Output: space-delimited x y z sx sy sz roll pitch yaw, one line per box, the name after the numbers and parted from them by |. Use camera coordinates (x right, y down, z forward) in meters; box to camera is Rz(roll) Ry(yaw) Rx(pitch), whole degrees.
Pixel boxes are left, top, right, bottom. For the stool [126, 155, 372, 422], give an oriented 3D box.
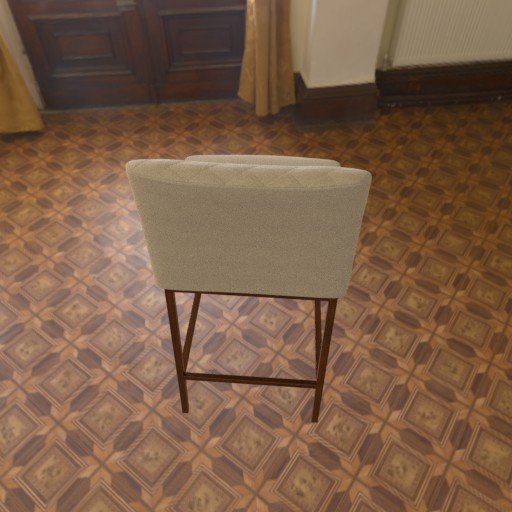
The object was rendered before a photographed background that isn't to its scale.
0.000 0.000 1.319 0.507 0.973 0.576 3 47 3 | stool
